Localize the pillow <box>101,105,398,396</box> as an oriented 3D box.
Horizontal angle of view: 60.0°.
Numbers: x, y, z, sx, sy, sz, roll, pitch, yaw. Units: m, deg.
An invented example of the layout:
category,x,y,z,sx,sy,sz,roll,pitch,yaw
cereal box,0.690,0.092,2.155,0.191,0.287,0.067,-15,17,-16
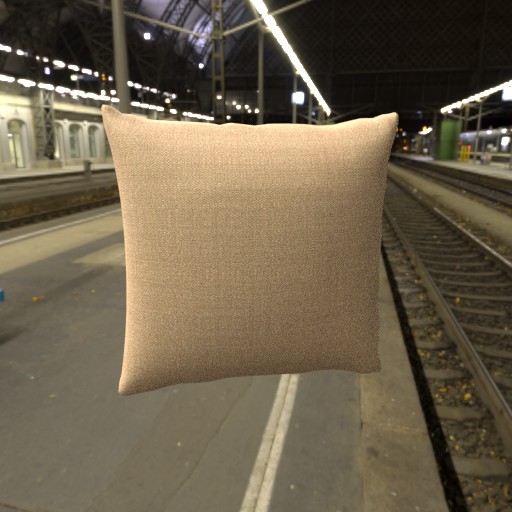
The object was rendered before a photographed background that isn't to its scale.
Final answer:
category,x,y,z,sx,sy,sz,roll,pitch,yaw
pillow,0.000,0.000,0.812,0.521,0.519,0.215,-2,14,-9
